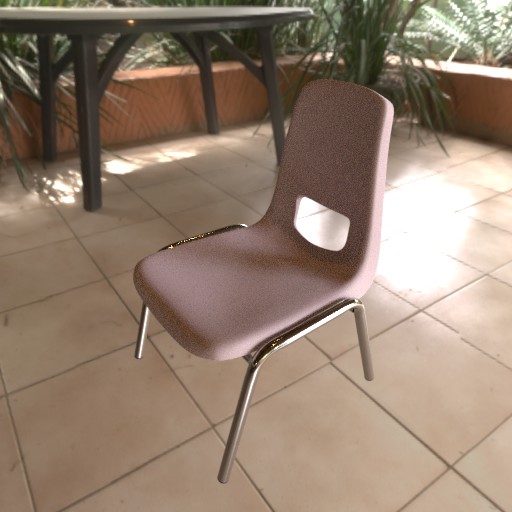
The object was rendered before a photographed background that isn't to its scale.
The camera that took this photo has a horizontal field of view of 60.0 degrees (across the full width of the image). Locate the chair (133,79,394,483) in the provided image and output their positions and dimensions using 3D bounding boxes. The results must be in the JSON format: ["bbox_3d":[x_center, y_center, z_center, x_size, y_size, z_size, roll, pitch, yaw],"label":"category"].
[{"bbox_3d":[0.000,0.000,0.772,0.385,0.536,0.354,-20,37,-30],"label":"chair"}]
